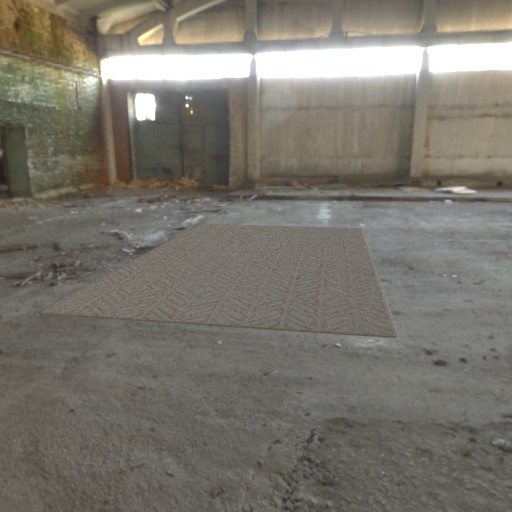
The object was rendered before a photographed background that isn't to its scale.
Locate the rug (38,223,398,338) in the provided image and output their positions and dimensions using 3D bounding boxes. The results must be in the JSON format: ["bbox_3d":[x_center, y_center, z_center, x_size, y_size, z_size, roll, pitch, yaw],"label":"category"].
[{"bbox_3d":[0.000,0.000,2.972,1.523,0.008,2.438,2,14,10],"label":"rug"}]
